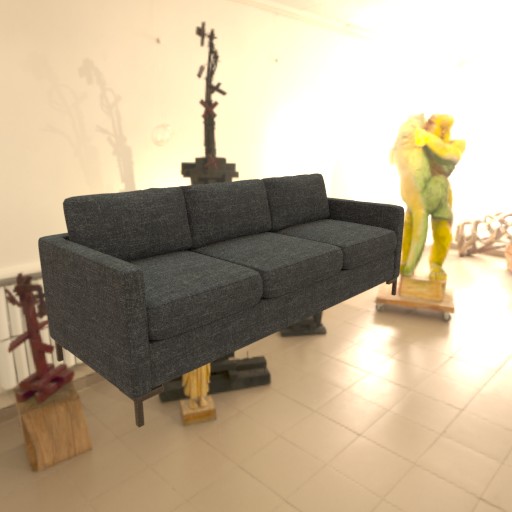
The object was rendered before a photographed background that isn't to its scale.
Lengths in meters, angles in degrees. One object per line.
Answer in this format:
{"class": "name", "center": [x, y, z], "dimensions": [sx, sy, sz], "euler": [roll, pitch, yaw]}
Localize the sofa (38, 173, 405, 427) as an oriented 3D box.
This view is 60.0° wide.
{"class": "sofa", "center": [0.000, 0.000, 2.705], "dimensions": [0.859, 0.874, 2.218], "euler": [14, 21, 42]}
